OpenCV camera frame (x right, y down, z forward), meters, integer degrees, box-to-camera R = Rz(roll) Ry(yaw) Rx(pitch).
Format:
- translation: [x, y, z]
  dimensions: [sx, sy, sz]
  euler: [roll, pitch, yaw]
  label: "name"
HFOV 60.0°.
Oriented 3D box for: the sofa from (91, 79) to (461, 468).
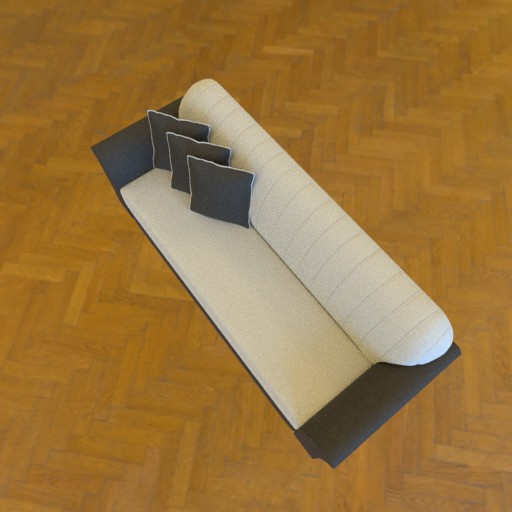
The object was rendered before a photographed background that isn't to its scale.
- translation: [0.000, 0.000, 2.362]
  dimensions: [0.755, 0.787, 2.001]
  euler: [-35, 70, -15]
  label: "sofa"
